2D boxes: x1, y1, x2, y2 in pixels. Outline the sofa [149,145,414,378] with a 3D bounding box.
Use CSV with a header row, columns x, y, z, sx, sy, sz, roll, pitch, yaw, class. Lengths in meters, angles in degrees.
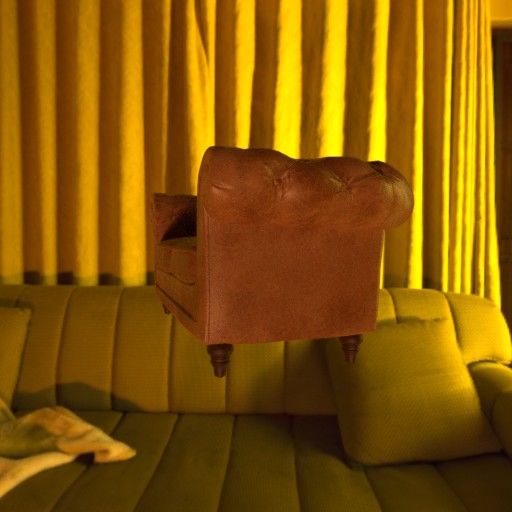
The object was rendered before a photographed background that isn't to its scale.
x,y,z,sx,sy,sz,roll,pitch,yaw,class
0.000,0.000,2.558,1.042,0.877,1.979,-1,3,-19,sofa
